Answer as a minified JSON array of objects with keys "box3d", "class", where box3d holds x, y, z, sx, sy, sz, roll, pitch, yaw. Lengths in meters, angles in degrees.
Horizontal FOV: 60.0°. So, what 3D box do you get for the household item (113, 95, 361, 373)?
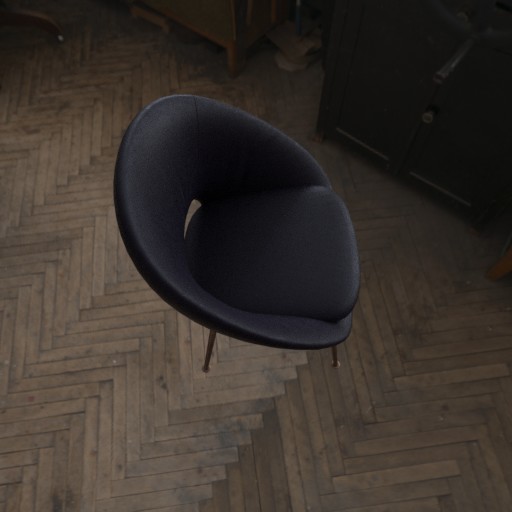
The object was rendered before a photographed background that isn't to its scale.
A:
[{"box3d":[0.000,0.000,1.252,0.573,0.852,0.623,-1,63,-1],"class":"household item"}]
